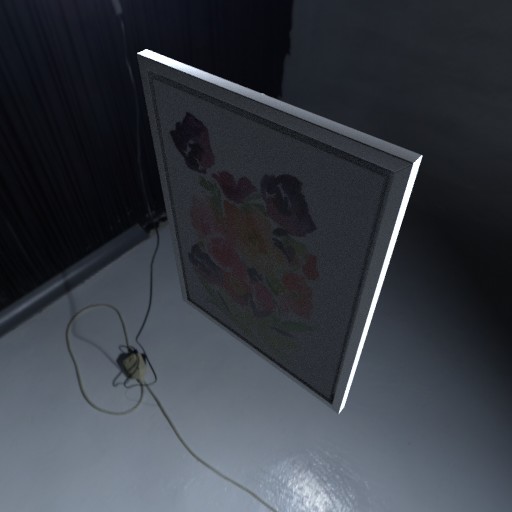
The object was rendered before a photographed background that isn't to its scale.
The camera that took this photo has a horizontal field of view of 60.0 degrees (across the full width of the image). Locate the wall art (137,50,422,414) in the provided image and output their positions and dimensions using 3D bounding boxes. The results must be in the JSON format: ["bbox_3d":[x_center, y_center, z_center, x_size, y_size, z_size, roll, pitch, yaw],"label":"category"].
[{"bbox_3d":[0.000,0.000,1.397,0.805,1.056,0.042,31,53,27],"label":"wall art"}]
